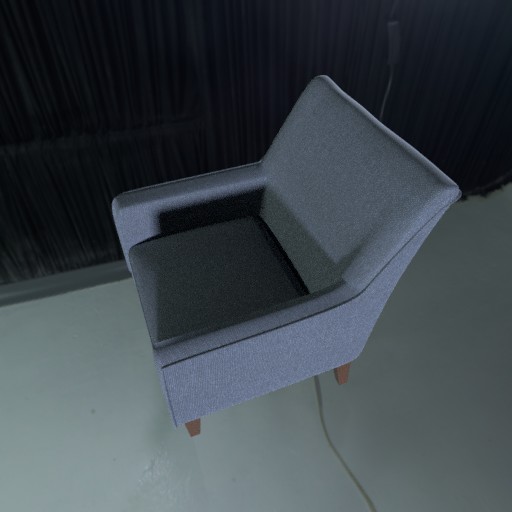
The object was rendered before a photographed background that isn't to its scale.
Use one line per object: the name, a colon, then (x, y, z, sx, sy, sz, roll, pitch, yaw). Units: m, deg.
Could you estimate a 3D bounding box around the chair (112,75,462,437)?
chair: (0.000, 0.000, 1.614, 0.899, 0.919, 0.780, -16, 47, -15)
